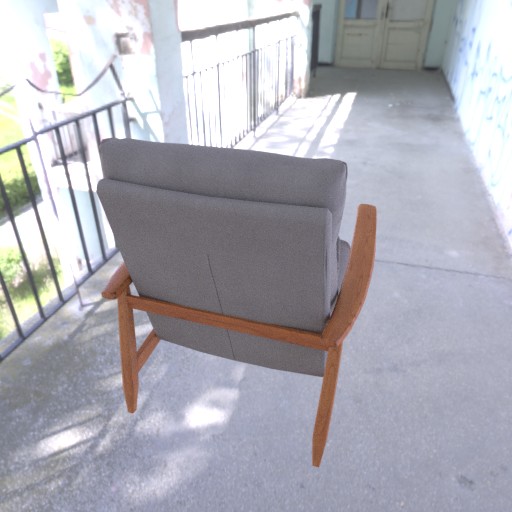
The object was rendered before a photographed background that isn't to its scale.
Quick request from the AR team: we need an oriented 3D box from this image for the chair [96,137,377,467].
[{"bbox_3d":[0.000,0.000,1.522,0.782,0.922,0.816,10,33,15],"label":"chair"}]
